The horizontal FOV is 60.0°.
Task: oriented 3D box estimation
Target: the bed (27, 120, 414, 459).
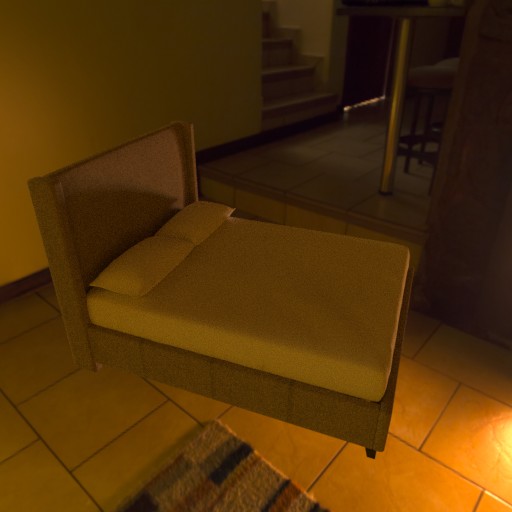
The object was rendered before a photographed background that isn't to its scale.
[{"bbox_3d":[0.000,0.000,3.295,2.245,1.481,1.714,11,31,18],"label":"bed"}]
